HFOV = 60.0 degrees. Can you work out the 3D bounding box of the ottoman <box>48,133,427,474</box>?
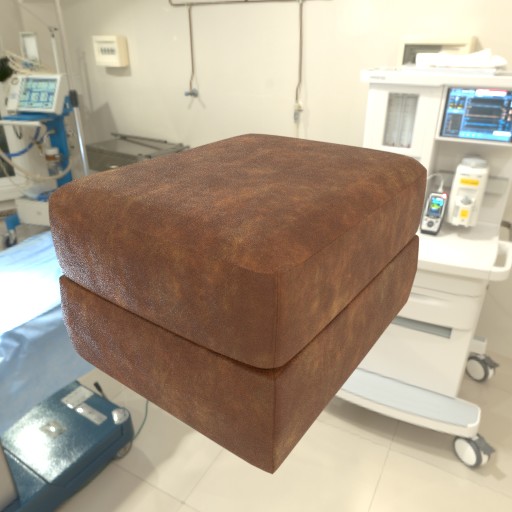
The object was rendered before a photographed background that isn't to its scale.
[{"bbox_3d":[0.000,0.000,1.096,0.603,0.476,0.751,18,31,32],"label":"ottoman"}]
